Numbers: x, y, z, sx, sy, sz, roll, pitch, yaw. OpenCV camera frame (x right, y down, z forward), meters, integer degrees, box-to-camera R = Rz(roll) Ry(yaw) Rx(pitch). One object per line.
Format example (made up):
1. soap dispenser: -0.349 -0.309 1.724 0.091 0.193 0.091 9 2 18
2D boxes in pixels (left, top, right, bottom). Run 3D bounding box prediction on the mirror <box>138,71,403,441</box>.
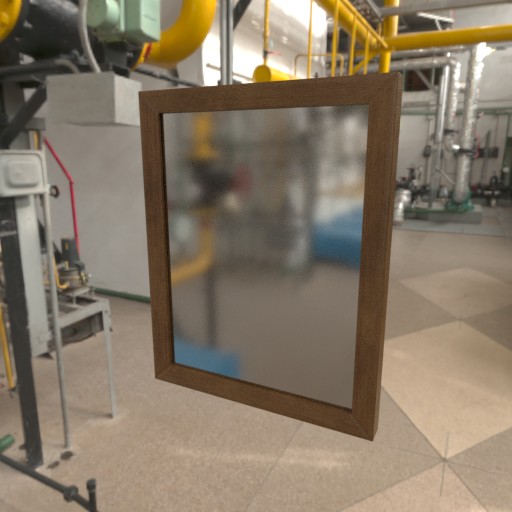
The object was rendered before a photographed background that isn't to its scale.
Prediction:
1. mirror: 0.000 0.000 0.698 0.405 0.508 0.041 7 15 26
